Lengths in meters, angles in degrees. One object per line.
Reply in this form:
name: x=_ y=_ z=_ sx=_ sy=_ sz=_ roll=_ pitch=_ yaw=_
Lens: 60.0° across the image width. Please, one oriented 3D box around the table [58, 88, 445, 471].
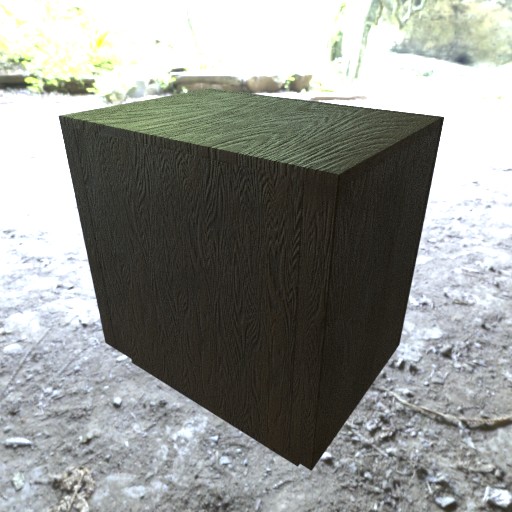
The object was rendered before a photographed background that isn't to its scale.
table: x=0.000 y=0.000 z=0.943 sx=0.560 sy=0.585 sz=0.439 roll=20 pitch=34 yaw=31
